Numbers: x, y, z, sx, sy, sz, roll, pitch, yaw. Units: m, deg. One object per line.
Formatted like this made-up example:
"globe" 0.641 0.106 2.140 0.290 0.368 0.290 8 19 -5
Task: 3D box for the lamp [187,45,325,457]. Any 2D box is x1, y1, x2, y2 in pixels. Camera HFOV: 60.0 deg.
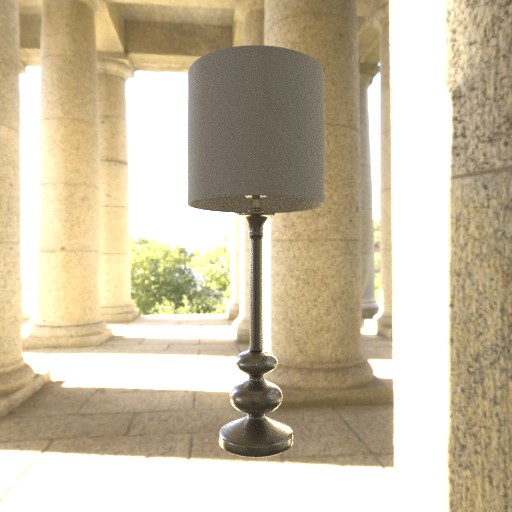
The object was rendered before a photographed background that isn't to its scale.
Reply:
"lamp" 0.000 0.000 0.825 0.254 0.690 0.254 1 -1 -35
